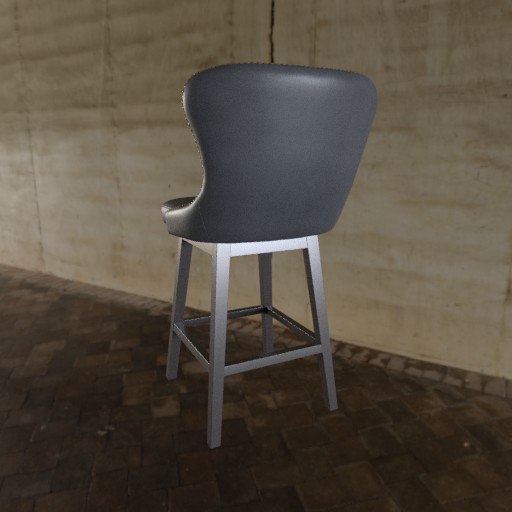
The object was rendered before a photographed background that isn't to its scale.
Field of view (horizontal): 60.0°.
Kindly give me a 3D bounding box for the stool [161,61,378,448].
[{"bbox_3d":[0.000,0.000,1.317,0.528,0.971,0.593,-7,15,-26],"label":"stool"}]
